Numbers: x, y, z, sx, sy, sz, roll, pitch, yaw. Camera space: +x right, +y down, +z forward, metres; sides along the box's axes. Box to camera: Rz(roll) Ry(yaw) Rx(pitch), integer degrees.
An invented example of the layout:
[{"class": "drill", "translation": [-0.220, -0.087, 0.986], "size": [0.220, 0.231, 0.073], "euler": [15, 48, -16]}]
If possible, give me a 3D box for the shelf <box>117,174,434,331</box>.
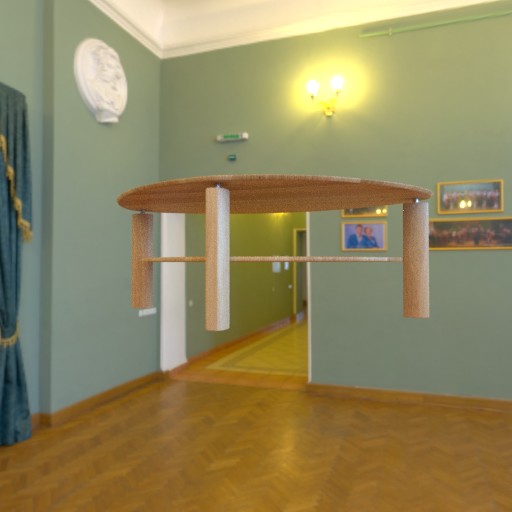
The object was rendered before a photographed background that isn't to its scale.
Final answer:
[{"class": "shelf", "translation": [0.000, 0.000, 1.647], "size": [1.246, 0.440, 0.845], "euler": [0, -1, 18]}]
